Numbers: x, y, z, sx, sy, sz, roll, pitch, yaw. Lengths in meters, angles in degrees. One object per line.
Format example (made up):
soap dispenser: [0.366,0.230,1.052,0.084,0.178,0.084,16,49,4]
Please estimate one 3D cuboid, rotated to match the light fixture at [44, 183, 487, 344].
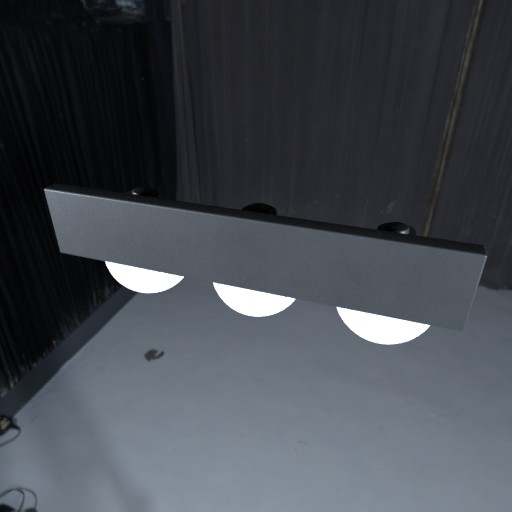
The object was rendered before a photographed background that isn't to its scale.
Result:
light fixture: [0.000,0.000,0.841,0.721,0.263,0.218,10,32,16]
